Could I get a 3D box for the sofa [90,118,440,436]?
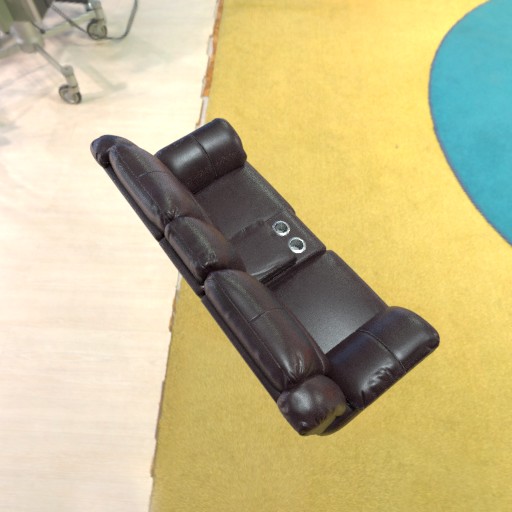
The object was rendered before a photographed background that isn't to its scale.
[{"bbox_3d":[0.000,0.000,2.635,0.991,1.043,2.058,-32,64,-18],"label":"sofa"}]
